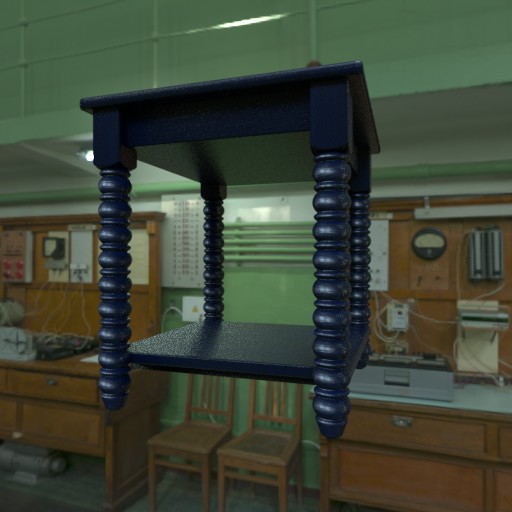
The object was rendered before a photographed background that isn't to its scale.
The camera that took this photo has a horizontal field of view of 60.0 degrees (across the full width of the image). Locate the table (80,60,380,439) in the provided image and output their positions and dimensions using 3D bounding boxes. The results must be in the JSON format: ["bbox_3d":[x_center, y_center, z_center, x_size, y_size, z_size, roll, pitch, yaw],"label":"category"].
[{"bbox_3d":[0.000,0.000,0.969,0.500,0.567,0.533,0,0,18],"label":"table"}]
